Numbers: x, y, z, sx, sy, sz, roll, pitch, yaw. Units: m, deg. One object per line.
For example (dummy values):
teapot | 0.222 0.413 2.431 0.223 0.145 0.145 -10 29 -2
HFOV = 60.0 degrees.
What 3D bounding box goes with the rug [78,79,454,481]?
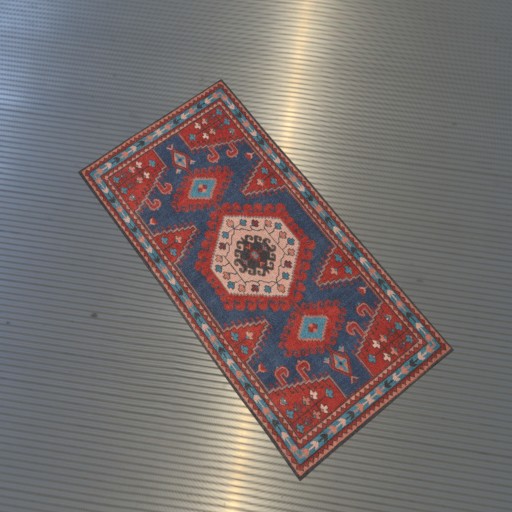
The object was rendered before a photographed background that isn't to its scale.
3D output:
rug | 0.000 0.000 3.590 1.522 0.034 3.032 -36 78 -9
